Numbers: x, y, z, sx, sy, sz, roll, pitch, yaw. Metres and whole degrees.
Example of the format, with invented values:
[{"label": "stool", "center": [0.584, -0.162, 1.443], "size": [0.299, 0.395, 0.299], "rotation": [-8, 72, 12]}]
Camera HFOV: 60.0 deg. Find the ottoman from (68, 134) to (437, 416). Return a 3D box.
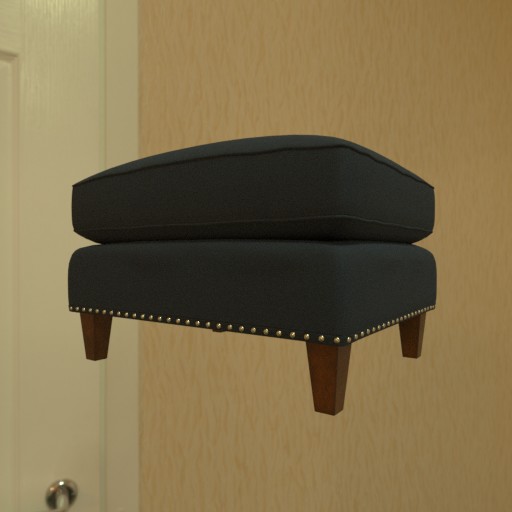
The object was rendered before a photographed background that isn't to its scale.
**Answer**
[{"label": "ottoman", "center": [0.000, 0.000, 1.115], "size": [0.741, 0.513, 0.584], "rotation": [0, 0, 35]}]
